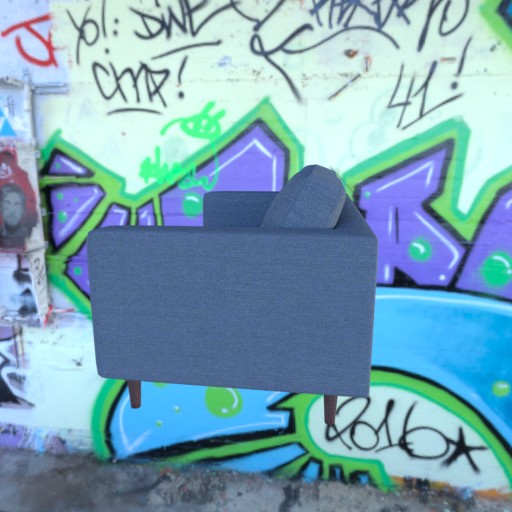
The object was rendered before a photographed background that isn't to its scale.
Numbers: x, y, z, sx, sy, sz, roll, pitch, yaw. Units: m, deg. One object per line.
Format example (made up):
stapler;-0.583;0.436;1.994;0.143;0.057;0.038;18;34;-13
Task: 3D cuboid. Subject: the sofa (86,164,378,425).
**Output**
sofa;0.000;0.000;2.276;0.999;0.907;1.659;2;13;8
